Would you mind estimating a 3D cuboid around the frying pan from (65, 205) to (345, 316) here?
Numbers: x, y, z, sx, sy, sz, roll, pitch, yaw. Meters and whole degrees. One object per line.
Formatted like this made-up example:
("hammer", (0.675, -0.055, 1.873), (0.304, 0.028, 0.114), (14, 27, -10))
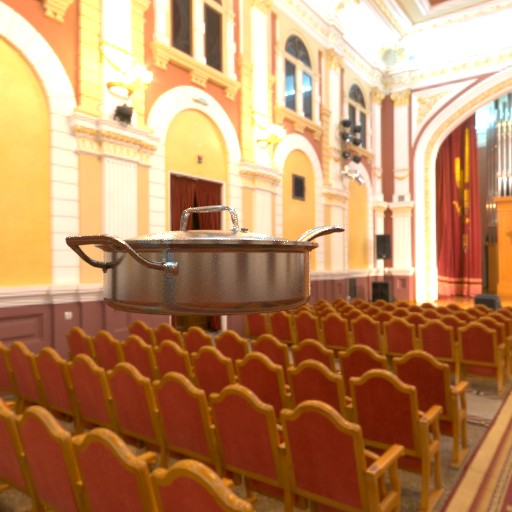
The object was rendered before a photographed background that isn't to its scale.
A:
("frying pan", (0.000, 0.000, 0.573), (0.245, 0.111, 0.492), (0, 0, 36))
